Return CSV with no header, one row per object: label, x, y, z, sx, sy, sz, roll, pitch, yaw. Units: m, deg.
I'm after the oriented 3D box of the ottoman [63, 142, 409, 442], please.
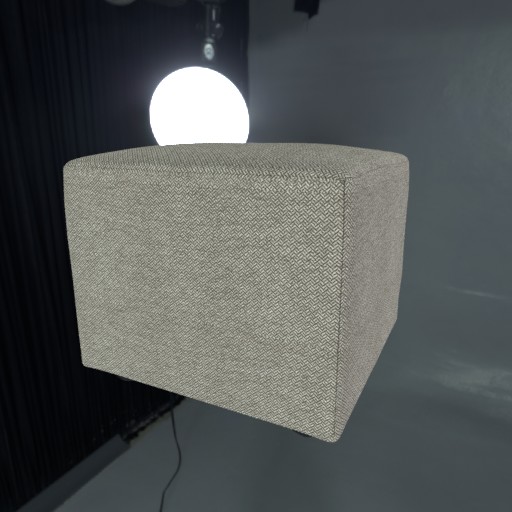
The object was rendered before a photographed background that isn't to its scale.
ottoman,0.000,0.000,0.914,0.519,0.453,0.512,8,17,26
